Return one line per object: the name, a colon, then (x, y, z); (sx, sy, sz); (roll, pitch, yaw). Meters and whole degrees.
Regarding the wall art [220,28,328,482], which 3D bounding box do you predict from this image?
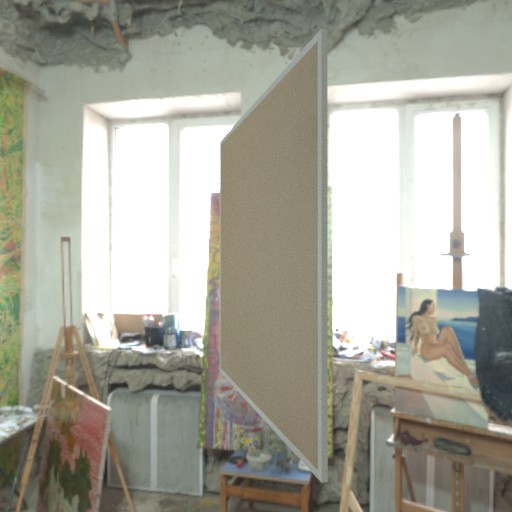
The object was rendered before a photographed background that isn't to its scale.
wall art: (0.000, 0.000, 0.663); (0.007, 0.456, 0.456); (0, 0, -18)
